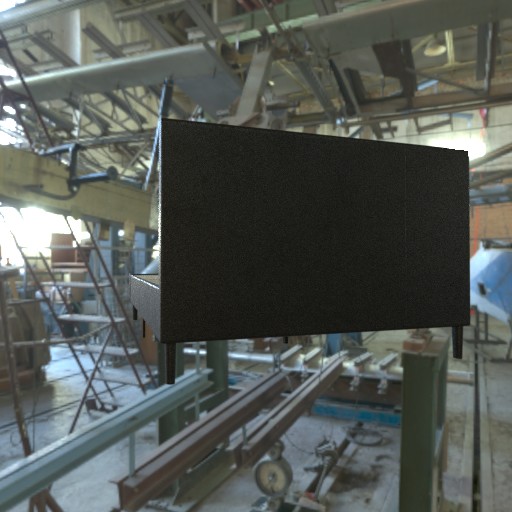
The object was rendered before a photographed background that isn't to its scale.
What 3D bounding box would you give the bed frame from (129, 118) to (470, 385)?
[{"bbox_3d":[0.000,0.000,3.199,1.634,1.127,2.318,0,-1,-19],"label":"bed frame"}]
